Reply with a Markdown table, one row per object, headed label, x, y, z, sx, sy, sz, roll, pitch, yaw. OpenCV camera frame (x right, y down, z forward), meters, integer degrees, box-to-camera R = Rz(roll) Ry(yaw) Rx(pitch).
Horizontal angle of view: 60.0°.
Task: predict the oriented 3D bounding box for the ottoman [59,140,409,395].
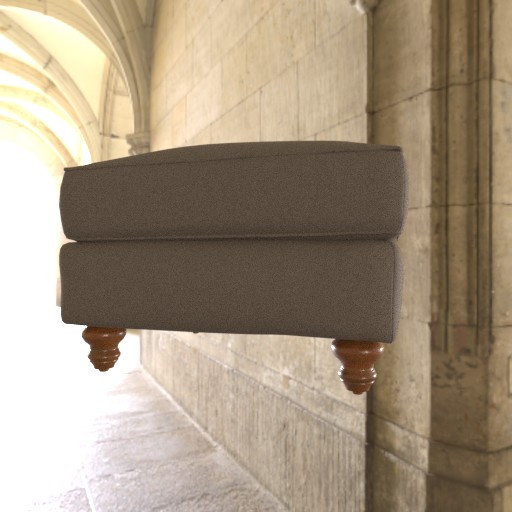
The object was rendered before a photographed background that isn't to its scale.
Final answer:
| label | x | y | z | sx | sy | sz | roll | pitch | yaw |
| --- | --- | --- | --- | --- | --- | --- | --- | --- | --- |
| ottoman | 0.000 | 0.000 | 1.128 | 0.721 | 0.505 | 0.662 | 0 | 0 | 17 |
